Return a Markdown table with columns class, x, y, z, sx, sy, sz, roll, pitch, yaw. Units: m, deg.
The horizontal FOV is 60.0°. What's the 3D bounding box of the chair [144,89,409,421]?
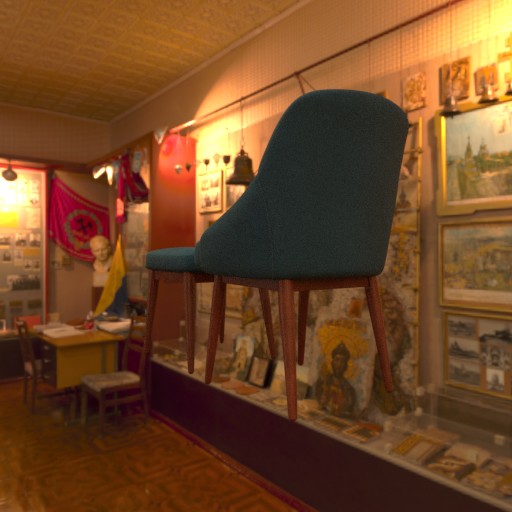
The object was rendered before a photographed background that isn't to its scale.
| class | x | y | z | sx | sy | sz | roll | pitch | yaw |
| --- | --- | --- | --- | --- | --- | --- | --- | --- | --- |
| chair | 0.000 | 0.000 | 1.631 | 0.584 | 0.866 | 1.114 | 0 | 0 | -37 |
